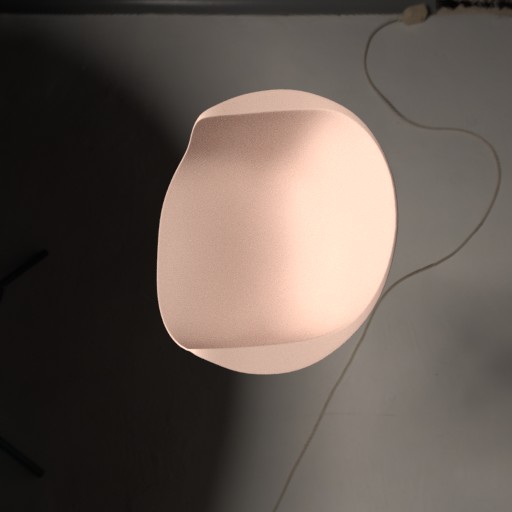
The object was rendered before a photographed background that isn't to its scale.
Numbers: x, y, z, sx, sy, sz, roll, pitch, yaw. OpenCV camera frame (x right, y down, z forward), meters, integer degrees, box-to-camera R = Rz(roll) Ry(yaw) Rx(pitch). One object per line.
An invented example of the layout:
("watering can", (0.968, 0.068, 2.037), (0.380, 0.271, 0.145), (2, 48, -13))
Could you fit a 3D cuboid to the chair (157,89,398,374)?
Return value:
("chair", (0.000, 0.000, 1.167), (0.504, 0.781, 0.593), (-1, 76, 0))
